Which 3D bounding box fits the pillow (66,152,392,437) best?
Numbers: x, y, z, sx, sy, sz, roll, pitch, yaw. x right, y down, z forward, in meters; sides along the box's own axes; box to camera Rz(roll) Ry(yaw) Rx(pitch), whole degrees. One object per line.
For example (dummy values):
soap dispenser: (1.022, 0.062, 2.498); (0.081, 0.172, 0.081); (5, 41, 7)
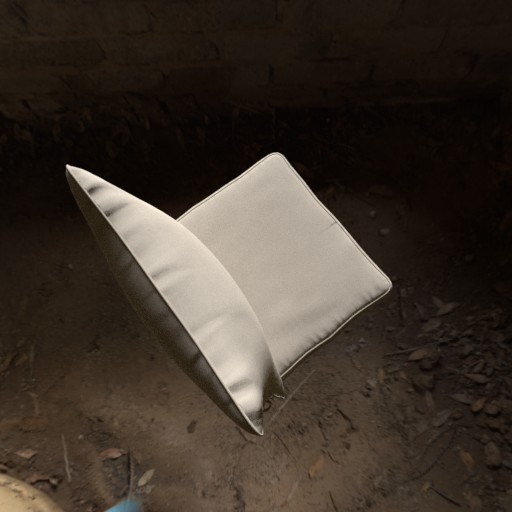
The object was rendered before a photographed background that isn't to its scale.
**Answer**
pillow: (0.000, 0.000, 1.357); (0.733, 0.716, 0.798); (-36, 78, -9)
